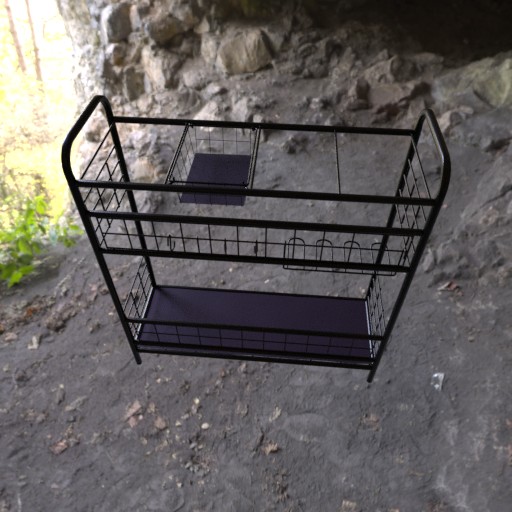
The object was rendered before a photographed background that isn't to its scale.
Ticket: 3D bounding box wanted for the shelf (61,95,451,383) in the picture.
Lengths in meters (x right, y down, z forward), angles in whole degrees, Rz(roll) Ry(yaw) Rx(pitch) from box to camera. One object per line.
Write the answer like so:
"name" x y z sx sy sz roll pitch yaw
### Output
"shelf" 0.000 0.000 1.536 0.961 1.026 0.350 4 47 3
